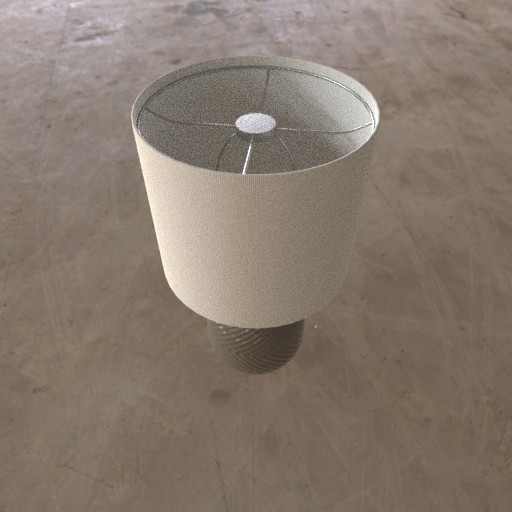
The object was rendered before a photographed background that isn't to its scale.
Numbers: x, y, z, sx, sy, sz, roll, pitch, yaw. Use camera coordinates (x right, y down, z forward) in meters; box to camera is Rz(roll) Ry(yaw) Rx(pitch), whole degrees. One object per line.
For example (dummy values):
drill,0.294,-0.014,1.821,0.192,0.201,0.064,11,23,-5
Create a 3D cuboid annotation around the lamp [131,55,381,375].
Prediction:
lamp,0.000,0.000,0.504,0.207,0.366,0.207,5,46,5
